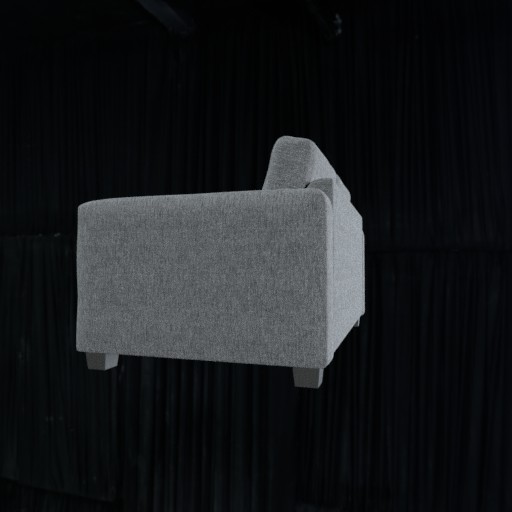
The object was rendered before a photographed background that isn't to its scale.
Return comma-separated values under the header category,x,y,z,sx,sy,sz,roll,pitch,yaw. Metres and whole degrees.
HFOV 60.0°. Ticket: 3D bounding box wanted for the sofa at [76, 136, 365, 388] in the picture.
category,x,y,z,sx,sy,sz,roll,pitch,yaw
sofa,0.000,0.000,2.096,0.900,0.800,1.520,0,-1,18
